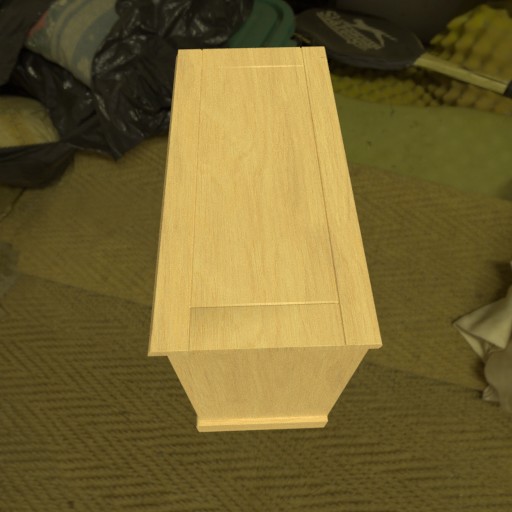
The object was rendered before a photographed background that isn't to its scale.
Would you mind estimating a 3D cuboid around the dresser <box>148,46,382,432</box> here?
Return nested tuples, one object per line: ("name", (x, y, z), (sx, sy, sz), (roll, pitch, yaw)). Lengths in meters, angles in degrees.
("dresser", (0.000, 0.000, 1.412), (0.440, 0.835, 0.915), (-2, 58, -1))
